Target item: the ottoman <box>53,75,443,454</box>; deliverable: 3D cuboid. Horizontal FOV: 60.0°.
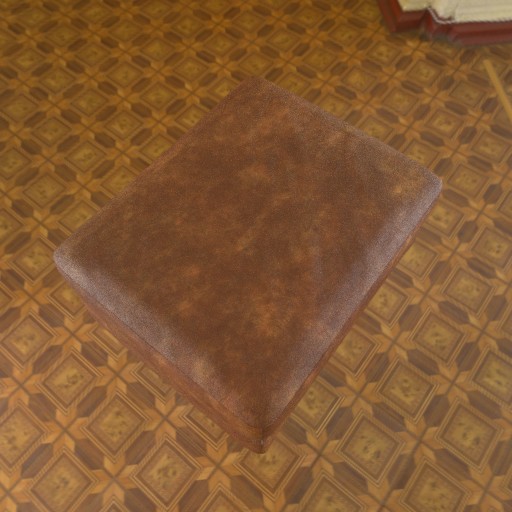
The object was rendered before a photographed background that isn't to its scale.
[{"bbox_3d":[0.000,0.000,1.147,0.603,0.476,0.751,35,68,16],"label":"ottoman"}]
